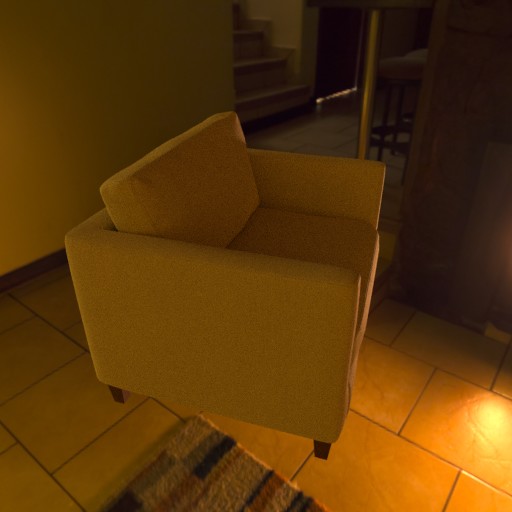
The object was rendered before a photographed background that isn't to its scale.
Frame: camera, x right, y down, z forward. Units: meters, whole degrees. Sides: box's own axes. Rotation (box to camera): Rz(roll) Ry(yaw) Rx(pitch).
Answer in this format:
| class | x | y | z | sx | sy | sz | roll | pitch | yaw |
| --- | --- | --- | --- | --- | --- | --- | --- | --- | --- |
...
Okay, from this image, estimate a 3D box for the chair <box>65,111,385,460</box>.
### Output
| class | x | y | z | sx | sy | sz | roll | pitch | yaw |
| --- | --- | --- | --- | --- | --- | --- | --- | --- | --- |
| chair | 0.000 | 0.000 | 1.832 | 0.959 | 0.961 | 1.107 | 9 | 31 | 15 |
